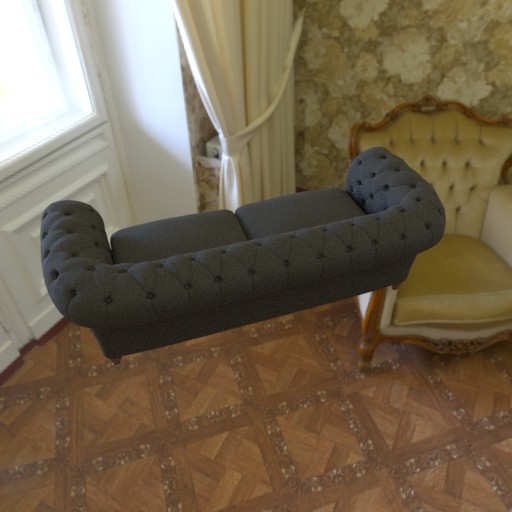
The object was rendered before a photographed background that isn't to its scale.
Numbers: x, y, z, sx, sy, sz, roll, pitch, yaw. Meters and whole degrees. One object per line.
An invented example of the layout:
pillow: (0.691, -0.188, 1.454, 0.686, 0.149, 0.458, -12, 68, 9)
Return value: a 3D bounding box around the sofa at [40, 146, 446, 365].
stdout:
sofa: (0.000, 0.000, 2.741, 2.362, 0.762, 0.991, -13, 42, -15)
